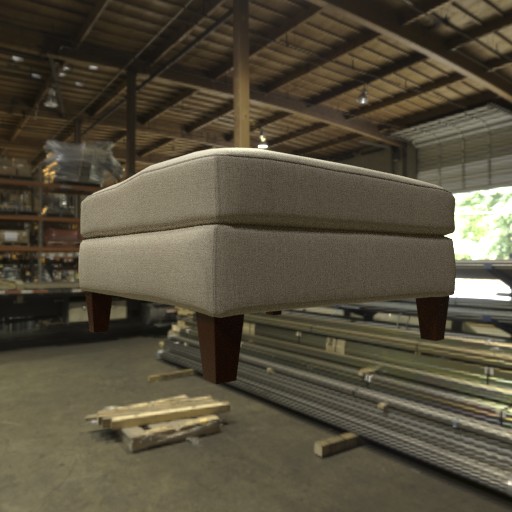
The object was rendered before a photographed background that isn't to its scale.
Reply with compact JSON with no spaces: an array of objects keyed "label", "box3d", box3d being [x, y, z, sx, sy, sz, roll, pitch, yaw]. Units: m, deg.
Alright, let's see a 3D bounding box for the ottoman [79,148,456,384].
[{"label":"ottoman","box3d":[0.000,0.000,1.343,0.838,0.478,0.838,0,-1,-37]}]
